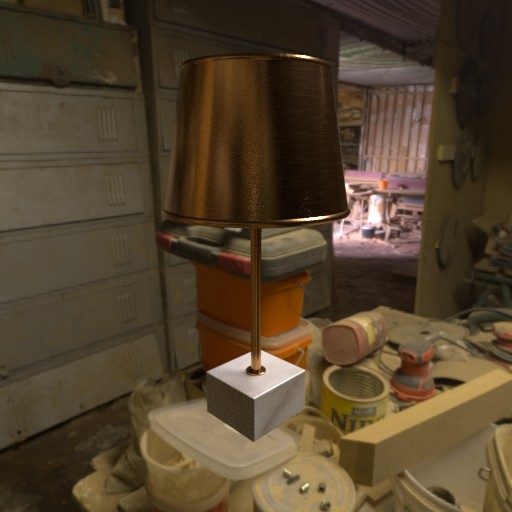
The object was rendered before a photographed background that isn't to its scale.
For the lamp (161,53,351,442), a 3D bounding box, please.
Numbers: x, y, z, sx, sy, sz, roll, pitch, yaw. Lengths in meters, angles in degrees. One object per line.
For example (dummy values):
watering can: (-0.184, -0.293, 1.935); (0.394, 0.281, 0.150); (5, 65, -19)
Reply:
lamp: (0.000, 0.000, 0.513); (0.208, 0.406, 0.208); (0, 14, 0)
